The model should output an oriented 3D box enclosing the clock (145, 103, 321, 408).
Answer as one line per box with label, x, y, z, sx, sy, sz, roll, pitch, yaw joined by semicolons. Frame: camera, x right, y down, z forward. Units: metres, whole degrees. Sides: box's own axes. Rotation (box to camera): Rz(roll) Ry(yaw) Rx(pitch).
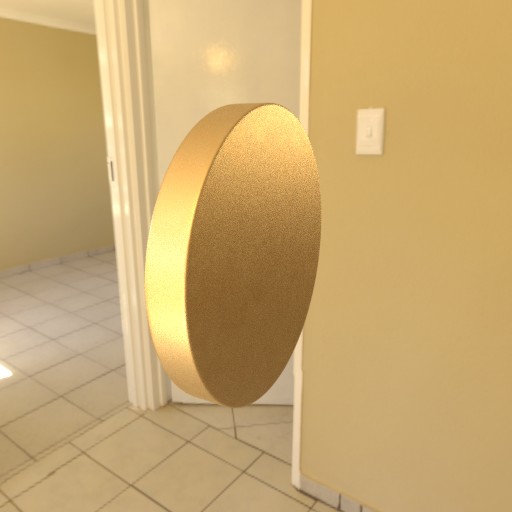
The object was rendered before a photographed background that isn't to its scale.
clock;0.000;0.000;0.481;0.040;0.314;0.314;8;18;26
